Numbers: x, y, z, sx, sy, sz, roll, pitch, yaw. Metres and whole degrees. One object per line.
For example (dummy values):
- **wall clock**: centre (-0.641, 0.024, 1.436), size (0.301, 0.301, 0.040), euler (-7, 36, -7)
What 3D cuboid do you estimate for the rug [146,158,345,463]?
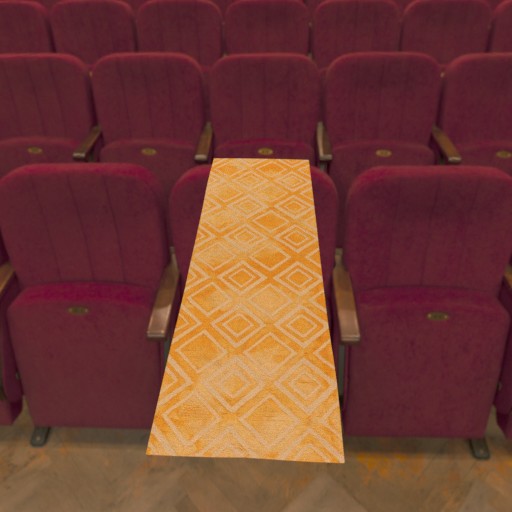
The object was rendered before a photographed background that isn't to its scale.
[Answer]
- **rug**: centre (0.000, 0.000, 2.632), size (0.775, 0.010, 2.438), euler (1, 40, 2)
